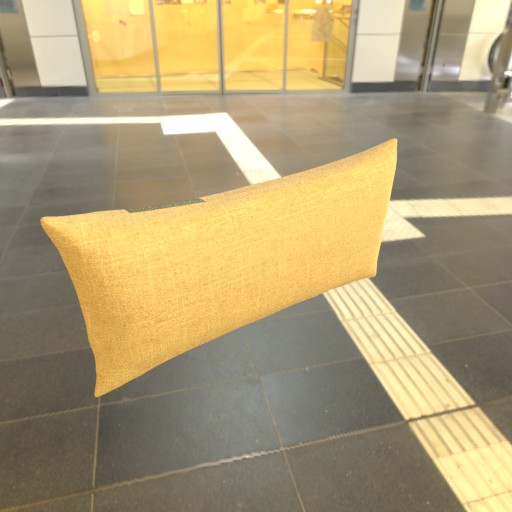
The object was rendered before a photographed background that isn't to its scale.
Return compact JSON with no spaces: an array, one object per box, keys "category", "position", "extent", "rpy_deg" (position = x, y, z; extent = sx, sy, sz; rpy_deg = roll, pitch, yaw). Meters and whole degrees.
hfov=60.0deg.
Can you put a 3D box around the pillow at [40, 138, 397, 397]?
[{"category":"pillow","position":[0.000,0.000,1.043],"extent":[0.859,0.429,0.197],"rpy_deg":[-18,35,-29]}]
